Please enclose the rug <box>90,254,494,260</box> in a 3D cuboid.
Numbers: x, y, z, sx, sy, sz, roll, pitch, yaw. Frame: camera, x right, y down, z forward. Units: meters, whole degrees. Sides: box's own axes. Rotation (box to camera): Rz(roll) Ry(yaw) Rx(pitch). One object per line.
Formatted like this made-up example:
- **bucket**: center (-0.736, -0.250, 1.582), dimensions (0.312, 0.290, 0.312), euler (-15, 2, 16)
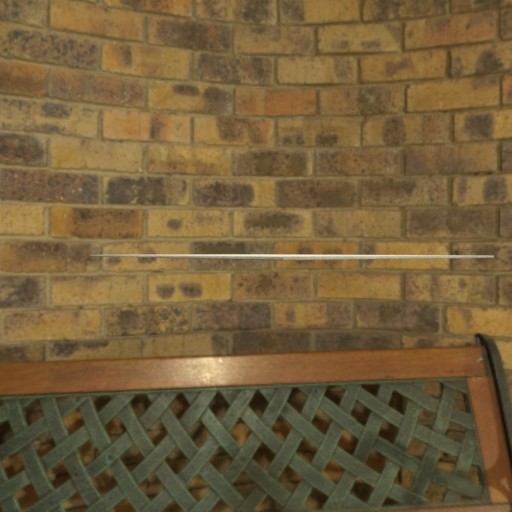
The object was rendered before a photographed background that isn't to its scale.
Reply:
- **rug**: center (0.000, 0.000, 3.019), dimensions (1.524, 0.014, 2.438), euler (0, 0, -36)
